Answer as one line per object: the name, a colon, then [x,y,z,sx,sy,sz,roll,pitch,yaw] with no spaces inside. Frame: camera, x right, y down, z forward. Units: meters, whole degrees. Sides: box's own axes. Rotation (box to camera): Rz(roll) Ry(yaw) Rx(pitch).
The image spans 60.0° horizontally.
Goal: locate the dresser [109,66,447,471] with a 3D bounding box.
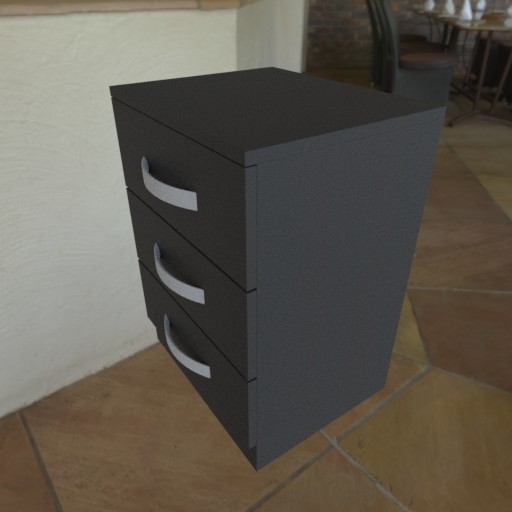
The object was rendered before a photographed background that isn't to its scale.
dresser: [0.000,0.000,0.808,0.360,0.560,0.400,-20,37,-29]
